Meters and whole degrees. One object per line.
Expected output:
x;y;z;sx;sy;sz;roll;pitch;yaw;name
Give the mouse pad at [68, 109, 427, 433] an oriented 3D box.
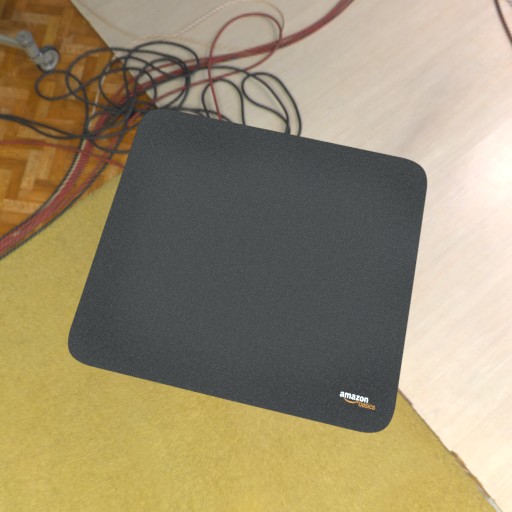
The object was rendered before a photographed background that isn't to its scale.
0.000;0.000;0.323;0.229;0.003;0.203;13;76;3;mouse pad
